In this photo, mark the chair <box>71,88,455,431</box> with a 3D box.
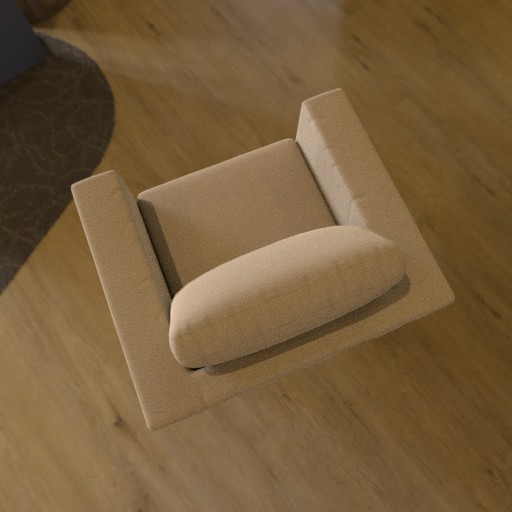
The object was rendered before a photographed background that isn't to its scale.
[{"bbox_3d":[0.000,0.000,1.772,1.150,0.878,0.957,-22,75,-6],"label":"chair"}]
